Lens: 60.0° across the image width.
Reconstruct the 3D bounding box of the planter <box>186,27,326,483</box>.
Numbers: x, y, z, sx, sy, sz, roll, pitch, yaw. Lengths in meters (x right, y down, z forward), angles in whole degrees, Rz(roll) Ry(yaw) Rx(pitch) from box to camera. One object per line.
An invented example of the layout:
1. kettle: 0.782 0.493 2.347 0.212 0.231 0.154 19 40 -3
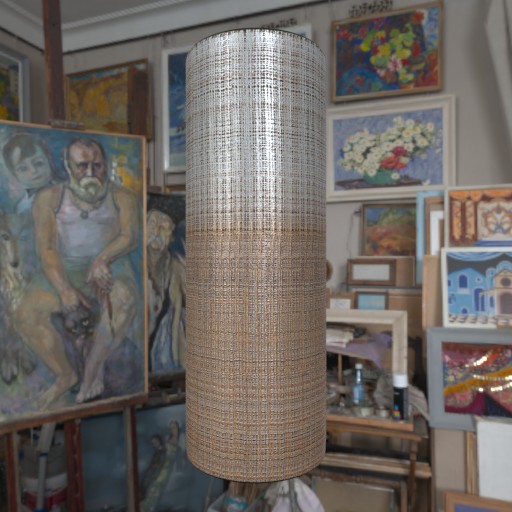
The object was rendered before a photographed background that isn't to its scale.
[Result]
1. planter: 0.000 0.000 0.316 0.099 0.278 0.099 0 0 -18
